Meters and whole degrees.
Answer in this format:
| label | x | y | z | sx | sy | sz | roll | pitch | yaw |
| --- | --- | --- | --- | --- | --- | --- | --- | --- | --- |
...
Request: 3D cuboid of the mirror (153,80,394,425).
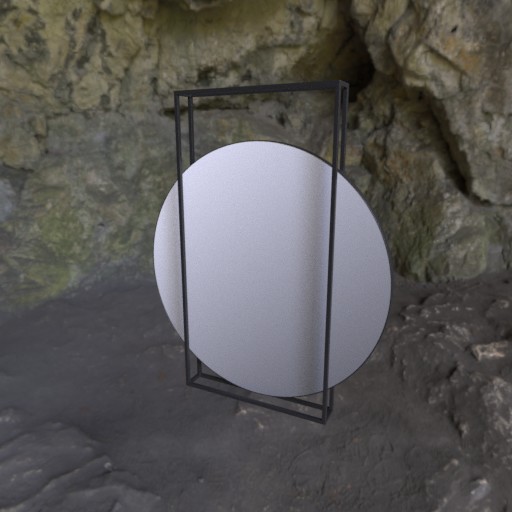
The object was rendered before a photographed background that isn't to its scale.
| label | x | y | z | sx | sy | sz | roll | pitch | yaw |
| --- | --- | --- | --- | --- | --- | --- | --- | --- | --- |
| mirror | 0.000 | 0.000 | 0.843 | 0.508 | 0.603 | 0.051 | 7 | 16 | 26 |
